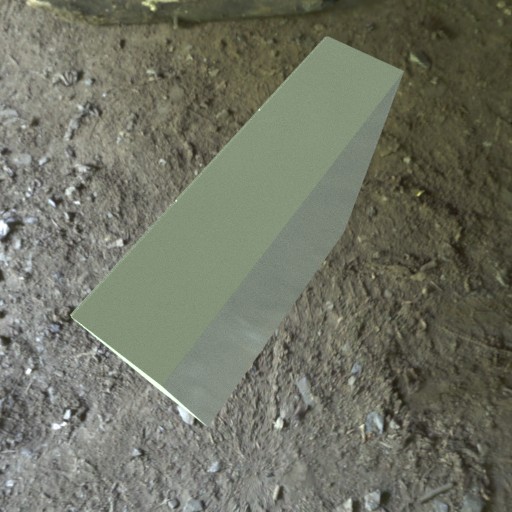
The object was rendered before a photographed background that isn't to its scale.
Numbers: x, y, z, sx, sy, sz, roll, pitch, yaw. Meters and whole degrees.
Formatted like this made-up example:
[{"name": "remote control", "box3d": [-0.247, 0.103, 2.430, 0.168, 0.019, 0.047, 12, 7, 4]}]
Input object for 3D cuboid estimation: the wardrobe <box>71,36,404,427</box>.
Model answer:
[{"name": "wardrobe", "box3d": [0.000, 0.000, 1.935, 0.360, 1.200, 1.340, 32, 68, 14]}]
